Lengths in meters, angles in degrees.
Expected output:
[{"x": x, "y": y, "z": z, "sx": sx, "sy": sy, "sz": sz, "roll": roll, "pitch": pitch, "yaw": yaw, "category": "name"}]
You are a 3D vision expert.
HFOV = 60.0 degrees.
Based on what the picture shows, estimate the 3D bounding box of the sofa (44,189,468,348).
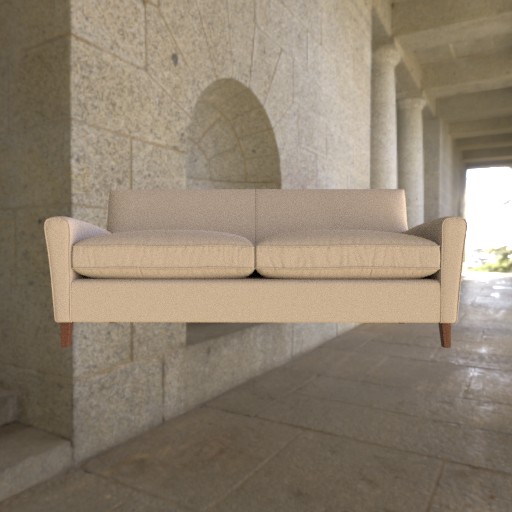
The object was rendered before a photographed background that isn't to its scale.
[{"x": 0.000, "y": 0.000, "z": 2.484, "sx": 2.000, "sy": 0.846, "sz": 0.875, "roll": 0, "pitch": 1, "yaw": 1, "category": "sofa"}]
